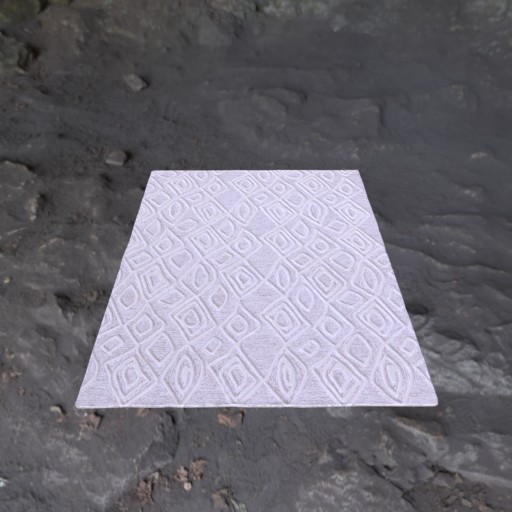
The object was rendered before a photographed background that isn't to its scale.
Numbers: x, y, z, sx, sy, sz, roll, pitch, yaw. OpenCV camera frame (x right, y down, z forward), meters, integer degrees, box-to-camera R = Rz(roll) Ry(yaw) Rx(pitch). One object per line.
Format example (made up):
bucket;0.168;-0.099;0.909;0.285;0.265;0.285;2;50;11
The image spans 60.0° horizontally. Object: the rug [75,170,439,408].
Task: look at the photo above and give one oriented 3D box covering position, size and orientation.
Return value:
rug;0.000;0.000;4.097;2.449;0.025;3.049;0;41;0
